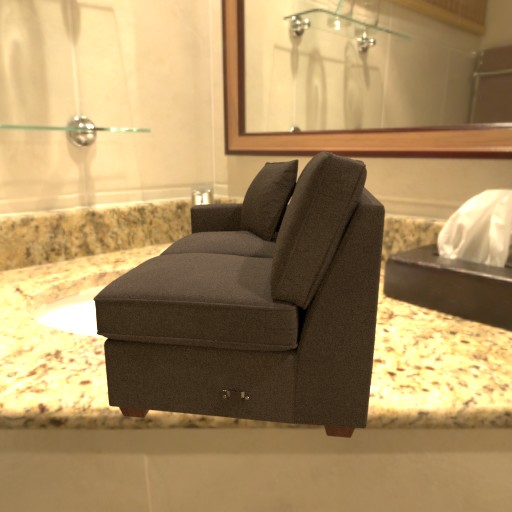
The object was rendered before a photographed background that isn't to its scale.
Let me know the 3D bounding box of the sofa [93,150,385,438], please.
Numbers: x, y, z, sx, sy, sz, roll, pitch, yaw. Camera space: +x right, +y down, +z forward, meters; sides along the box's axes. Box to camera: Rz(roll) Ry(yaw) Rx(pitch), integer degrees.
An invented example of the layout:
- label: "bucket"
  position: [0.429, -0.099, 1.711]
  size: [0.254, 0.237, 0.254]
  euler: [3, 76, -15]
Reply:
- label: "sofa"
  position: [0.000, 0.000, 2.125]
  size: [0.991, 0.989, 1.388]
  euler: [2, 14, 8]
